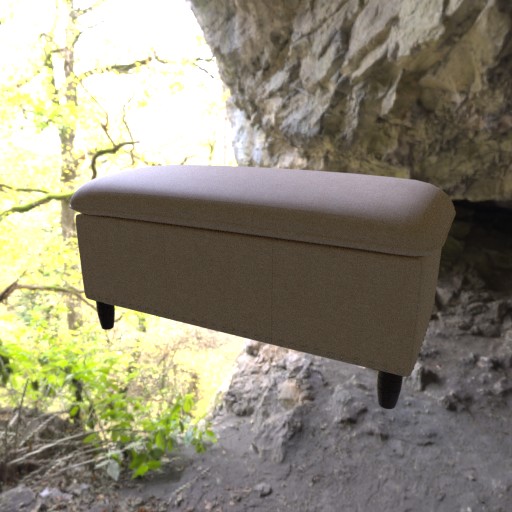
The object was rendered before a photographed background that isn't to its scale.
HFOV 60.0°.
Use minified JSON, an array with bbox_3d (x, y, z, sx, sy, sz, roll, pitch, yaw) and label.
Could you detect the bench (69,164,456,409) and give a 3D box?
[{"bbox_3d":[0.000,0.000,1.258,0.991,0.483,0.483,9,20,26],"label":"bench"}]
